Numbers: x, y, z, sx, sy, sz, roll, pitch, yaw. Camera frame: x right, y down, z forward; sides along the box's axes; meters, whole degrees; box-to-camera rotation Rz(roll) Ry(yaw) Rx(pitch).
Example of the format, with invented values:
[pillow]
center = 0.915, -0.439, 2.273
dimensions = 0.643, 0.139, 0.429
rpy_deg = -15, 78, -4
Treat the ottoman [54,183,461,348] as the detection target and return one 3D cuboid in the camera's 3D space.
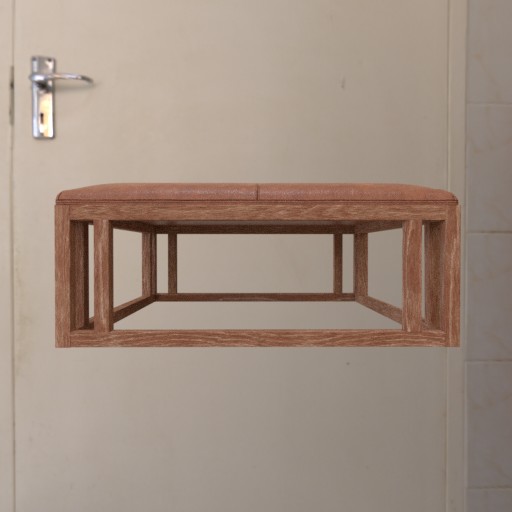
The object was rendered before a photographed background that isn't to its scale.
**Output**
[ottoman]
center = 0.000, 0.000, 1.604
dimensions = 1.016, 0.442, 1.013
rpy_deg = 0, 1, -1
